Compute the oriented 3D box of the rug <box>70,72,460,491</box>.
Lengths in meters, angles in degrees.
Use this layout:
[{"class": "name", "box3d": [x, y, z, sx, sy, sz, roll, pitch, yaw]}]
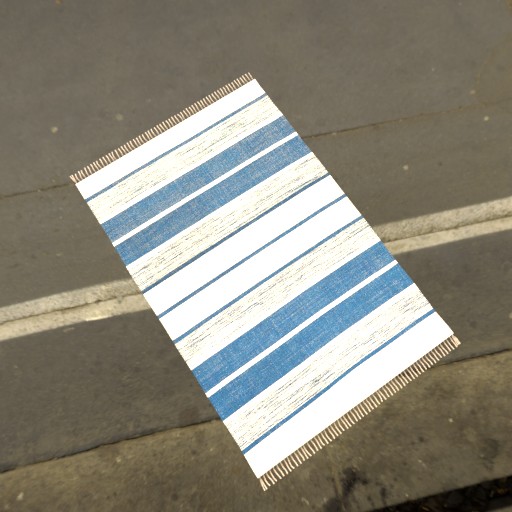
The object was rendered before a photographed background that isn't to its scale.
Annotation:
[{"class": "rug", "box3d": [0.000, 0.000, 2.988, 1.532, 0.010, 2.441, -33, 78, -8]}]
